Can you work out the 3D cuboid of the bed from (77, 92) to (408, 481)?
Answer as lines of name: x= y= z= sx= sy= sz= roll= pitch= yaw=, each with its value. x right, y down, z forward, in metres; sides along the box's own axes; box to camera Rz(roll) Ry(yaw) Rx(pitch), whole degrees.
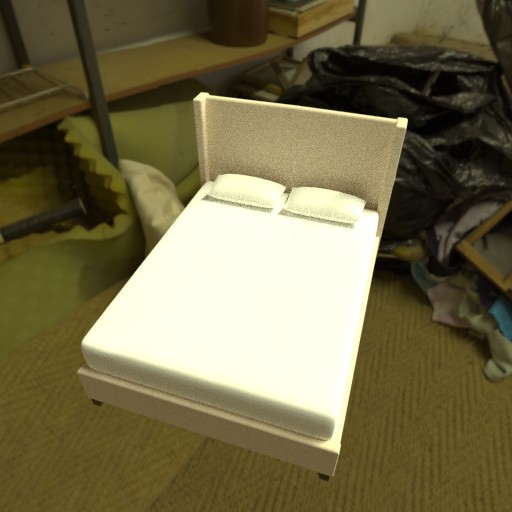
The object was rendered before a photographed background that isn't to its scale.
bed: x=0.000 y=0.000 z=3.359 sx=1.778 sy=1.471 sz=2.293 roll=12 pitch=42 yaw=14
